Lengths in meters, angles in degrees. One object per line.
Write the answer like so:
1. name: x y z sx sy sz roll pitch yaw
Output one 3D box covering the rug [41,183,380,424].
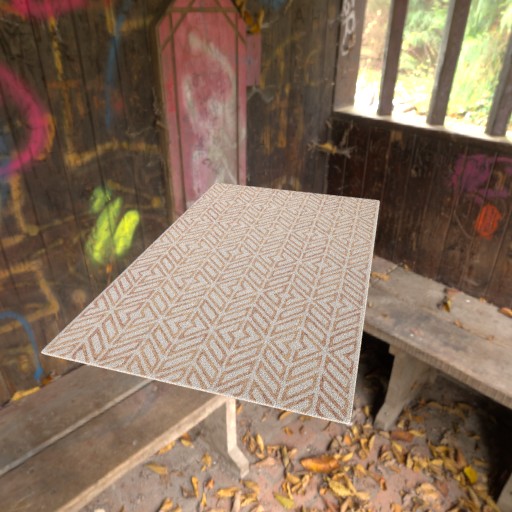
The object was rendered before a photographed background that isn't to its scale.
1. rug: 0.000 0.000 3.022 1.523 0.008 2.438 8 31 14
